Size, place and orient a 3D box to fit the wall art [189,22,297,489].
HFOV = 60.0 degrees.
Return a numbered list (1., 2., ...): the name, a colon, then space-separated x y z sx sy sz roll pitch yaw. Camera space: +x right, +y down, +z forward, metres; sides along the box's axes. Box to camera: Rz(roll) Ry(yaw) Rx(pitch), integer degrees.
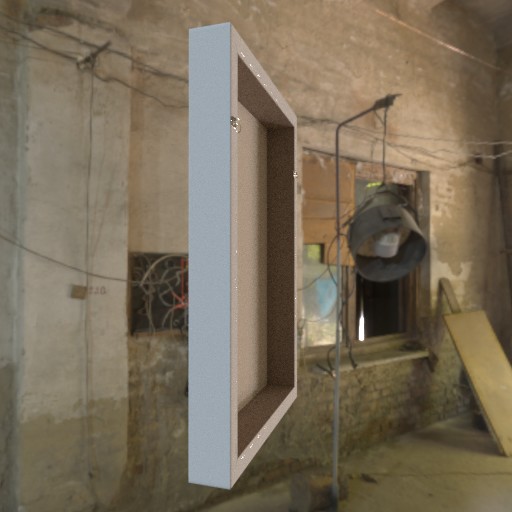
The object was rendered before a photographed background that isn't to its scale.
1. wall art: 0.000 0.000 0.487 0.039 0.381 0.252 0 0 18
